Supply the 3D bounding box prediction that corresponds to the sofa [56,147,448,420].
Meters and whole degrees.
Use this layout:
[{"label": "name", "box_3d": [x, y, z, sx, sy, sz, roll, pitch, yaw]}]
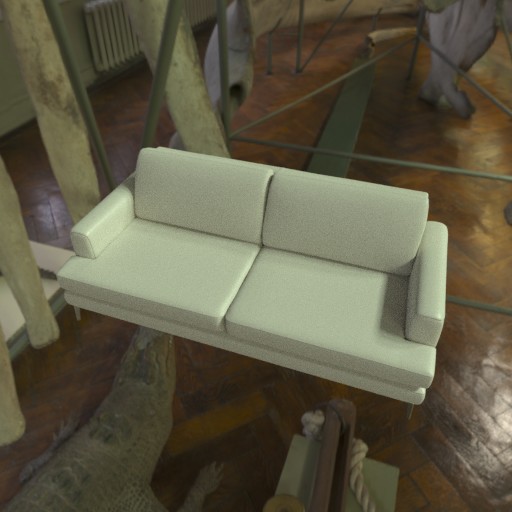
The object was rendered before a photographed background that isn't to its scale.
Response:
[{"label": "sofa", "box_3d": [0.000, 0.000, 2.434, 1.940, 0.765, 0.974, 13, 42, 15]}]
